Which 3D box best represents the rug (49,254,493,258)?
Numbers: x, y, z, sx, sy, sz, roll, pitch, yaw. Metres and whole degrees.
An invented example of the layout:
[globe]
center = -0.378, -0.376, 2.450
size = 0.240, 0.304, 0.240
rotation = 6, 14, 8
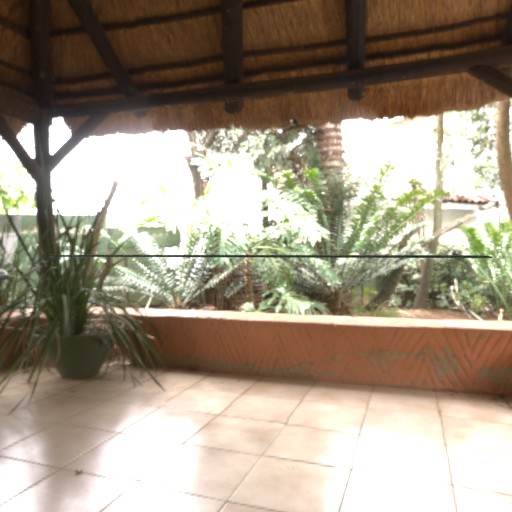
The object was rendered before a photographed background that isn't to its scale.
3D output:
[rug]
center = 0.000, 0.000, 2.412
size = 2.196, 0.011, 0.662
rotation = 0, 0, 19
